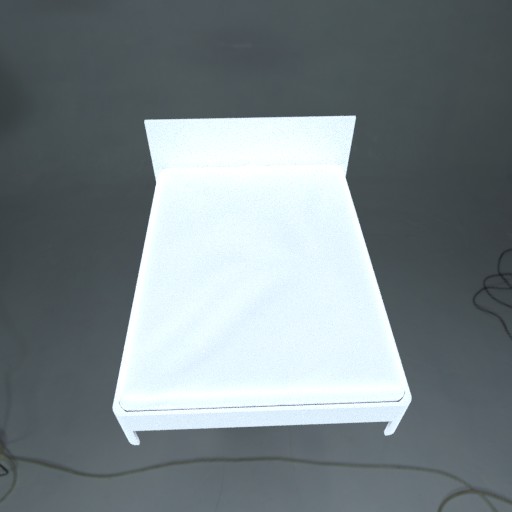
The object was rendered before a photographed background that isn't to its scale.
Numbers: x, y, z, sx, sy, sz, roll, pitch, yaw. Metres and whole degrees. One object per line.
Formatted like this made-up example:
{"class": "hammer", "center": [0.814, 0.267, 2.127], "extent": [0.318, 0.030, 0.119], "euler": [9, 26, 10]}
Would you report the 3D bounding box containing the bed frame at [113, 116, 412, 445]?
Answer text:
{"class": "bed frame", "center": [0.000, 0.000, 2.744], "extent": [1.490, 0.800, 1.950], "euler": [-2, 46, -2]}
